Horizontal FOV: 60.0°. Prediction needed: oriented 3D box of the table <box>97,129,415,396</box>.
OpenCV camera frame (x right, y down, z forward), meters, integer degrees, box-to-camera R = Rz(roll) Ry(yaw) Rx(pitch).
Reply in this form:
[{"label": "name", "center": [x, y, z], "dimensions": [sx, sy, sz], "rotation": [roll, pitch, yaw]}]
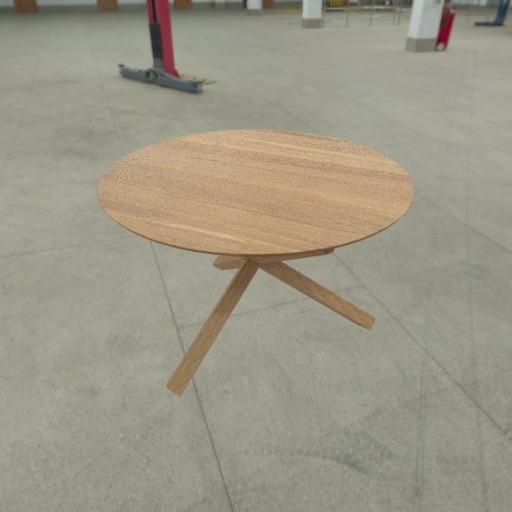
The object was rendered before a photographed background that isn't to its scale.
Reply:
[{"label": "table", "center": [0.000, 0.000, 1.691], "dimensions": [1.038, 0.666, 1.038], "rotation": [0, 32, 0]}]
